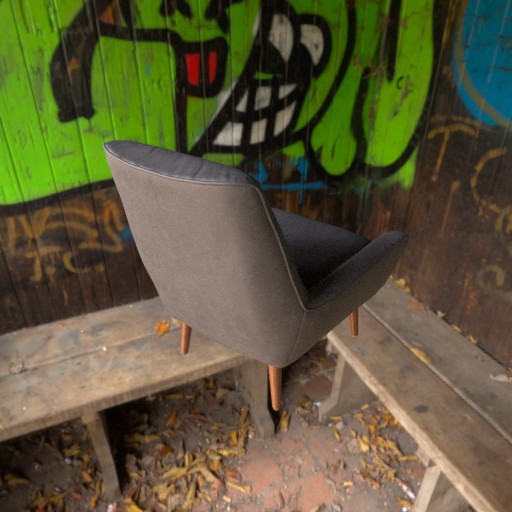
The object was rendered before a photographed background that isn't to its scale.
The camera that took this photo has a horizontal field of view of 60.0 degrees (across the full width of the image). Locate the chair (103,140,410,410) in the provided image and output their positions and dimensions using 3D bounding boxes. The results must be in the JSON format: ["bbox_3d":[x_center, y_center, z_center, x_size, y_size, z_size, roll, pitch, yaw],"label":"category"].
[{"bbox_3d":[0.000,0.000,1.522,0.787,0.888,0.822,21,37,31],"label":"chair"}]
